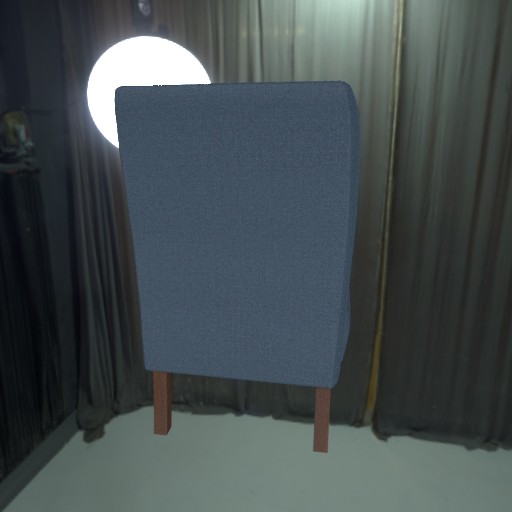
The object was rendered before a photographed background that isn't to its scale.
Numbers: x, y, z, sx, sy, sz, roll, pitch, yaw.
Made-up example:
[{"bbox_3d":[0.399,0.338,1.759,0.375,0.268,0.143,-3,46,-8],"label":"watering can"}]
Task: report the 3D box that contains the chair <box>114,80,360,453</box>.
[{"bbox_3d":[0.000,0.000,1.178,0.513,0.804,0.592,2,15,9],"label":"chair"}]
